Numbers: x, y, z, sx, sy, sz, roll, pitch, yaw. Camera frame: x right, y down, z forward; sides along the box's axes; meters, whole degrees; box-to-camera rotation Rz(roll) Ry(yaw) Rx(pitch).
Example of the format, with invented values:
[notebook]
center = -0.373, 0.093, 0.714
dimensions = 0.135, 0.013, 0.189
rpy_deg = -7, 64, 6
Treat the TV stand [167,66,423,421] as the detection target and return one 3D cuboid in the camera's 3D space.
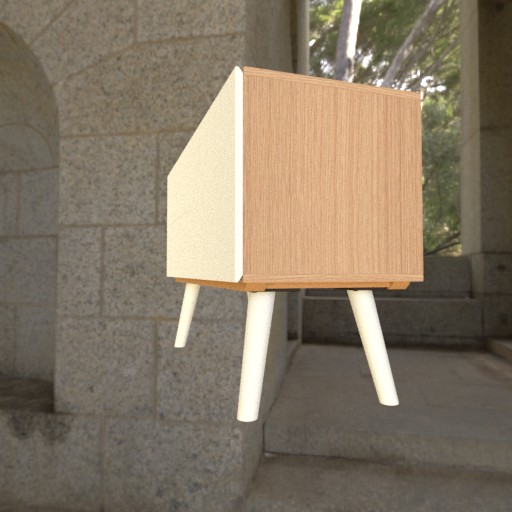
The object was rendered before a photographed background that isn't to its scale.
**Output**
[TV stand]
center = 0.000, 0.000, 1.330
dimensions = 0.407, 0.660, 0.991
rpy_deg = 1, -2, -18
